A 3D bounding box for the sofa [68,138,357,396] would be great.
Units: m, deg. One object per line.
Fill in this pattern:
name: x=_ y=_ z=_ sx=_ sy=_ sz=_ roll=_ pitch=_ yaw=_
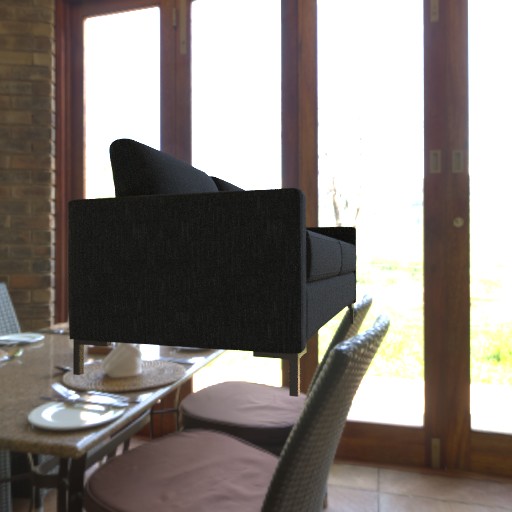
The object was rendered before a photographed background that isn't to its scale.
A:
sofa: x=0.000 y=0.000 z=2.233 sx=0.866 sy=0.862 sz=1.716 roll=0 pitch=-1 yaw=18
